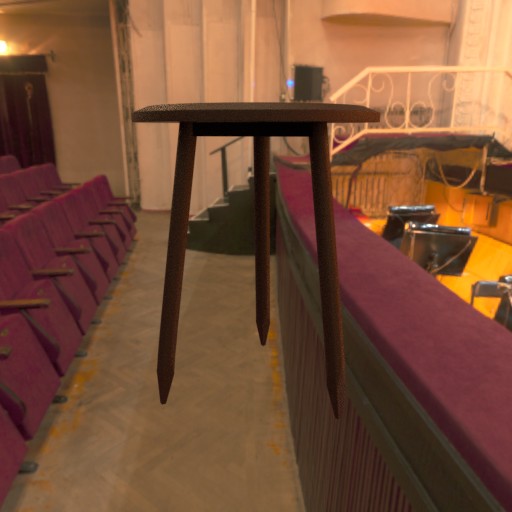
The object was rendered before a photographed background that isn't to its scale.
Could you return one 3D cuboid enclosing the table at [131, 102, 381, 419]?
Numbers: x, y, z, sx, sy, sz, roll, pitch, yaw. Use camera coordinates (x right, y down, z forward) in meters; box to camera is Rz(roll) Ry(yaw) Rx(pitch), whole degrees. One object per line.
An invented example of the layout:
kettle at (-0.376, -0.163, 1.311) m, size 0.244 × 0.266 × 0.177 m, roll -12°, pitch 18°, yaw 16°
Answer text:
table at (0.000, 0.000, 0.922) m, size 0.457 × 0.585 × 0.457 m, roll 0°, pitch 16°, yaw 0°
